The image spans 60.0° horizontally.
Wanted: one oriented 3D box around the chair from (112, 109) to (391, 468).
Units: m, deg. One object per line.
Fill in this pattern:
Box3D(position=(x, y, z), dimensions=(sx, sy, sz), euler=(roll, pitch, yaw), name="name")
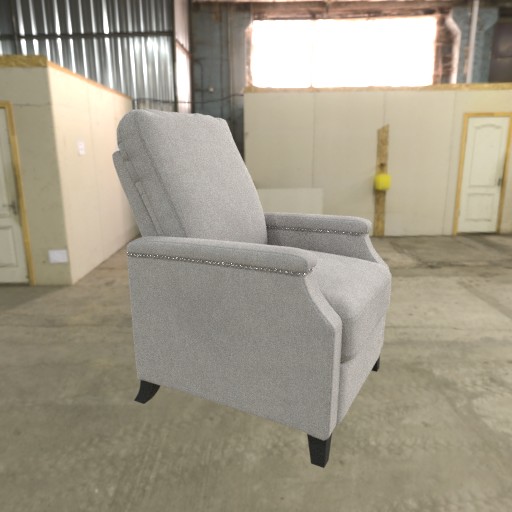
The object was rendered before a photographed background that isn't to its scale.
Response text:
Box3D(position=(0.000, 0.000, 1.669), dimensions=(0.922, 1.049, 0.710), euler=(8, 16, 27), name="chair")
